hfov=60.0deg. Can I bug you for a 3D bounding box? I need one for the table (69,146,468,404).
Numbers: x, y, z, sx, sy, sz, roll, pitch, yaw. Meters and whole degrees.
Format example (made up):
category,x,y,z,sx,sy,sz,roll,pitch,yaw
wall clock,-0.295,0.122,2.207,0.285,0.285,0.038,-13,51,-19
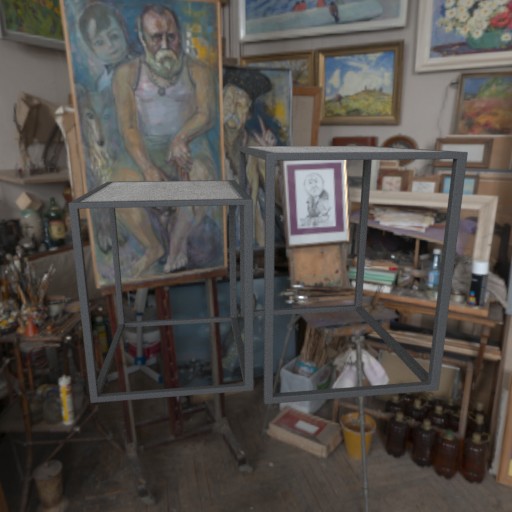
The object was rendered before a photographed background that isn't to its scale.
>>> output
category,x,y,z,sx,sy,sz,roll,pitch,yaw
table,0.000,0.000,1.150,0.788,0.540,0.508,-2,15,-8
